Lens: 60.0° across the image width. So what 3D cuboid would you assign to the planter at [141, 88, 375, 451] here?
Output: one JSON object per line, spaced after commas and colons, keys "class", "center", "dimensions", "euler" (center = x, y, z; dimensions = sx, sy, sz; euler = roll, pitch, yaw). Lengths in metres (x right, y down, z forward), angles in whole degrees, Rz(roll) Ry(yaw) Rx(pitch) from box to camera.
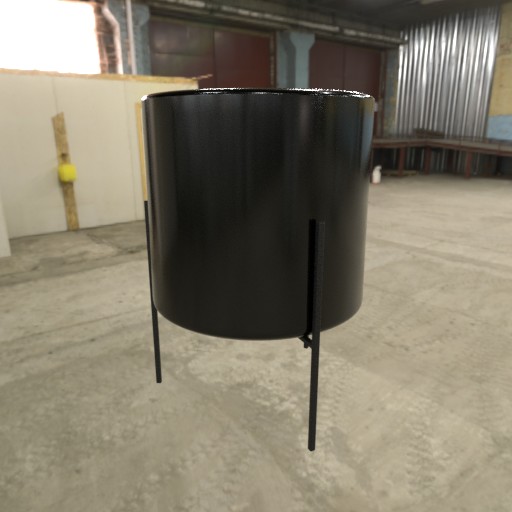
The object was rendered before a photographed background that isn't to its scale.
{"class": "planter", "center": [0.000, 0.000, 0.640], "dimensions": [0.310, 0.432, 0.310], "euler": [-3, 16, -10]}
